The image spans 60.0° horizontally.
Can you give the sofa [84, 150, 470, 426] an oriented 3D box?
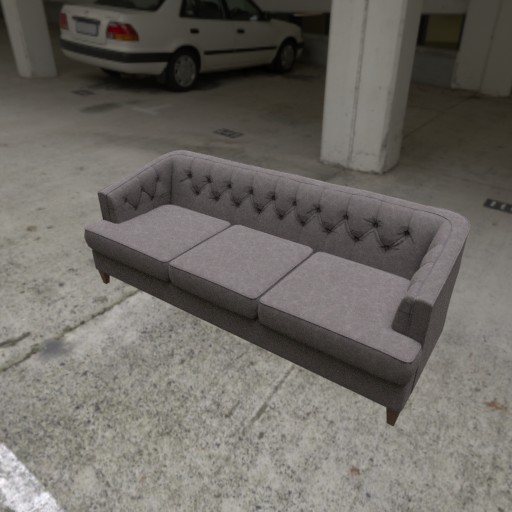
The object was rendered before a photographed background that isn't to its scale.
[{"bbox_3d":[0.000,0.000,2.742,2.247,0.806,0.917,19,35,30],"label":"sofa"}]
